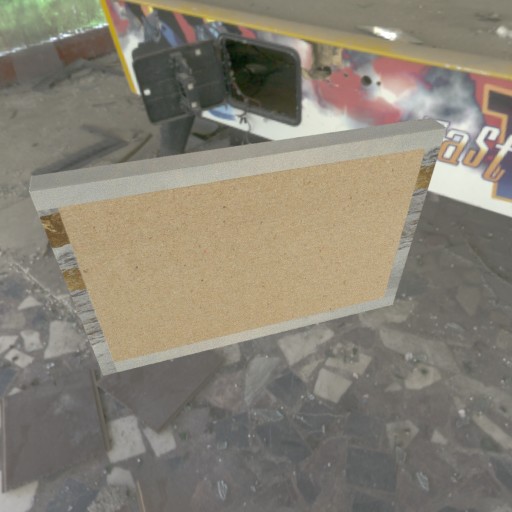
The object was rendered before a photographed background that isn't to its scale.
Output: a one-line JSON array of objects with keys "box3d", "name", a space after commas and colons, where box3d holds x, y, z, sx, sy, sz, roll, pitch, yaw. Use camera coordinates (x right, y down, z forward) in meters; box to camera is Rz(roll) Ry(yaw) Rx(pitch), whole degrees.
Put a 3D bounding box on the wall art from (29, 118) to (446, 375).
[{"box3d": [0.000, 0.000, 0.770, 0.606, 0.407, 0.041, -12, 43, -13], "name": "wall art"}]
